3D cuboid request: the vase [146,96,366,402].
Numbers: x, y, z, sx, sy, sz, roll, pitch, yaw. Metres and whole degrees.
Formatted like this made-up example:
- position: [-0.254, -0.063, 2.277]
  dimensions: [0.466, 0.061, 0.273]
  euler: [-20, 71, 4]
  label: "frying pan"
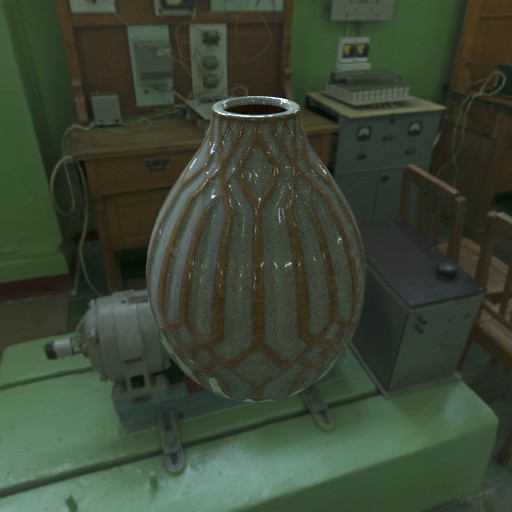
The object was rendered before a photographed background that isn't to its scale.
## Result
- position: [0.000, 0.000, 0.265]
  dimensions: [0.131, 0.175, 0.131]
  euler: [0, 32, 0]
  label: "vase"
